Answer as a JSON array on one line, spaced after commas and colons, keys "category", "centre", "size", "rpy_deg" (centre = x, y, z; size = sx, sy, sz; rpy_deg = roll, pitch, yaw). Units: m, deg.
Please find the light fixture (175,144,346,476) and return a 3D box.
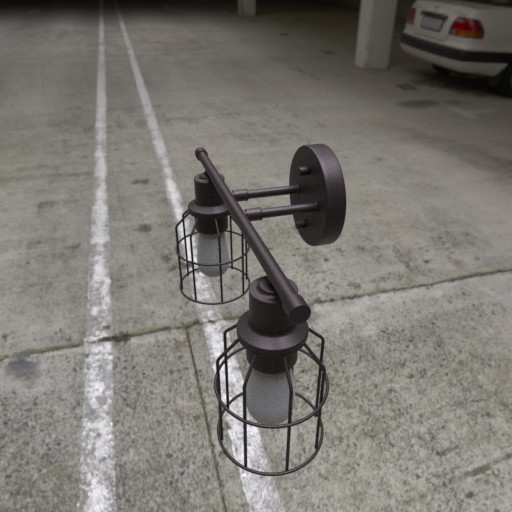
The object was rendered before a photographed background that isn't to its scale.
[{"category": "light fixture", "centre": [0.000, 0.000, 0.531], "size": [0.165, 0.254, 0.406], "rpy_deg": [-8, 31, -14]}]
